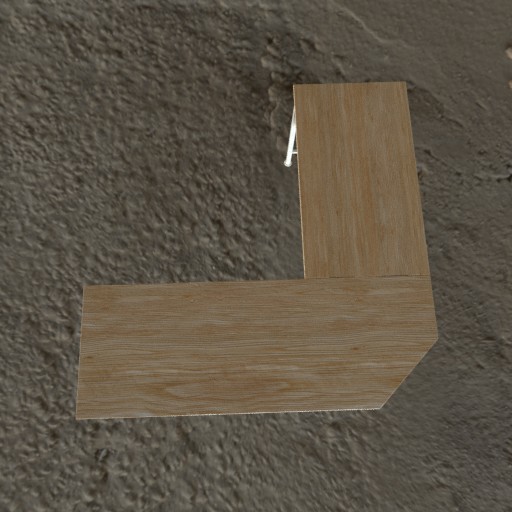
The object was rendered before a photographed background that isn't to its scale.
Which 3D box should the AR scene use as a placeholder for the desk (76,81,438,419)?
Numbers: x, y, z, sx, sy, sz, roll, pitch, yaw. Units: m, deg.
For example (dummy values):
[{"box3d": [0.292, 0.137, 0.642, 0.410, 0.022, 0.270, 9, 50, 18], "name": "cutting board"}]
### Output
[{"box3d": [0.000, 0.000, 2.168, 1.379, 0.739, 1.379, -2, 76, 0], "name": "desk"}]
